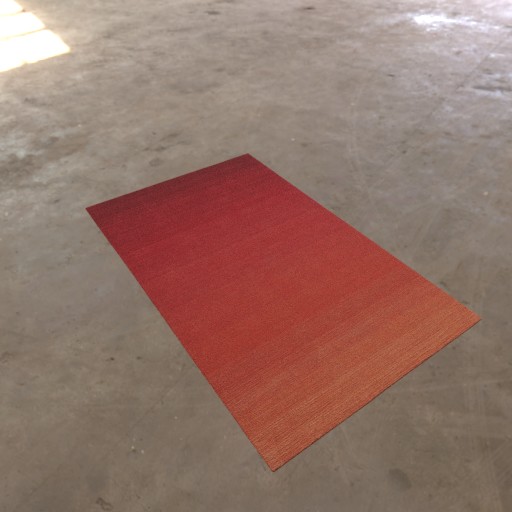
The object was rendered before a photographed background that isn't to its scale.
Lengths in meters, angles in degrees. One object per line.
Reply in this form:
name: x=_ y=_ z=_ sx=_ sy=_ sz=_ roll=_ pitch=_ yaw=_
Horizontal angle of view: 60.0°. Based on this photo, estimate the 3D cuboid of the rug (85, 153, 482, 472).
rug: x=0.000 y=0.000 z=3.018 sx=1.531 sy=0.010 sz=2.442 roll=-25 pitch=47 yaw=-26
